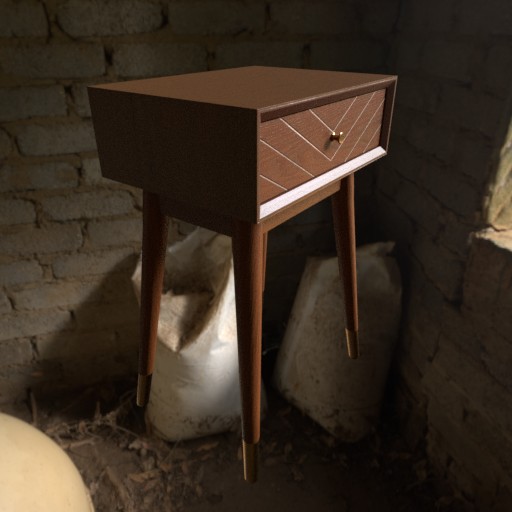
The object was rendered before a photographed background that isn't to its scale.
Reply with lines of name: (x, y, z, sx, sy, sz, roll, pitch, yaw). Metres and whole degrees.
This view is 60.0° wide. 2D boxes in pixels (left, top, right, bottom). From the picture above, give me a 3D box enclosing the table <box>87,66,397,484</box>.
table: (0.000, 0.000, 0.808, 0.300, 0.599, 0.406, 20, 34, 32)
